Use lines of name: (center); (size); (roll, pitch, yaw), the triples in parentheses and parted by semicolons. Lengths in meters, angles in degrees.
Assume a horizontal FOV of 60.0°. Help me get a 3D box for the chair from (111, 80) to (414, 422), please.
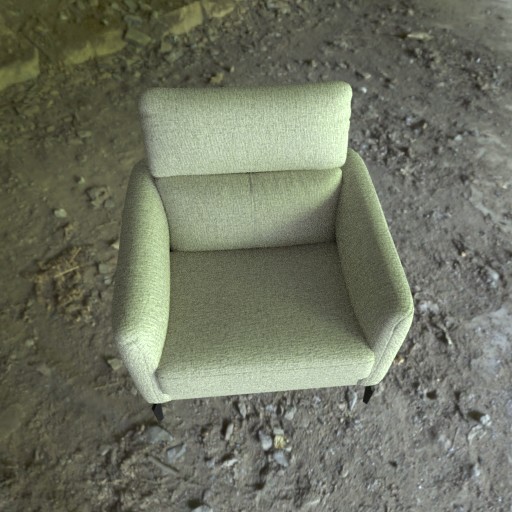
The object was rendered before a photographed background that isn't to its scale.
chair: (0.000, 0.000, 1.640); (0.972, 0.967, 0.835); (-4, 48, -3)
